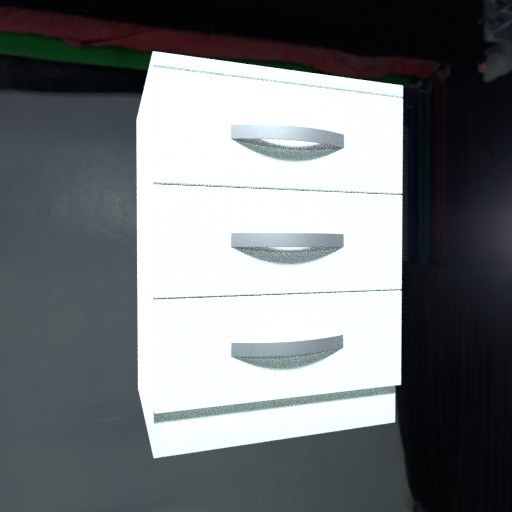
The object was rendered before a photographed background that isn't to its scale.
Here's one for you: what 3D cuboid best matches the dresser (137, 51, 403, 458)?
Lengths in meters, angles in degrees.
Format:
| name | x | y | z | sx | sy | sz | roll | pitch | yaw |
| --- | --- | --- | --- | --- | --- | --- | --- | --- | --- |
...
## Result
| name | x | y | z | sx | sy | sz | roll | pitch | yaw |
| --- | --- | --- | --- | --- | --- | --- | --- | --- | --- |
| dresser | 0.000 | 0.000 | 0.816 | 0.400 | 0.560 | 0.360 | 0 | 1 | -19 |
